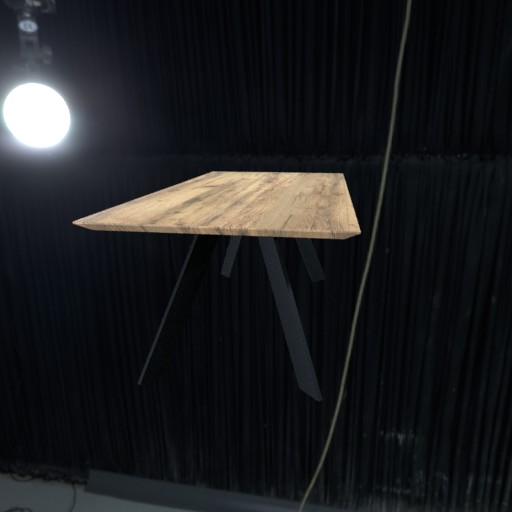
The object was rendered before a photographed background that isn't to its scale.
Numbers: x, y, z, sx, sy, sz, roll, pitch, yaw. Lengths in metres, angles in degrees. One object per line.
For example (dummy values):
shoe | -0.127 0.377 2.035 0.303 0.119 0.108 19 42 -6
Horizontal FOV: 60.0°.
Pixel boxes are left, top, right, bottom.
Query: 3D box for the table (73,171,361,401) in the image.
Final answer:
table | 0.000 0.000 2.554 1.000 0.770 2.000 2 16 9
